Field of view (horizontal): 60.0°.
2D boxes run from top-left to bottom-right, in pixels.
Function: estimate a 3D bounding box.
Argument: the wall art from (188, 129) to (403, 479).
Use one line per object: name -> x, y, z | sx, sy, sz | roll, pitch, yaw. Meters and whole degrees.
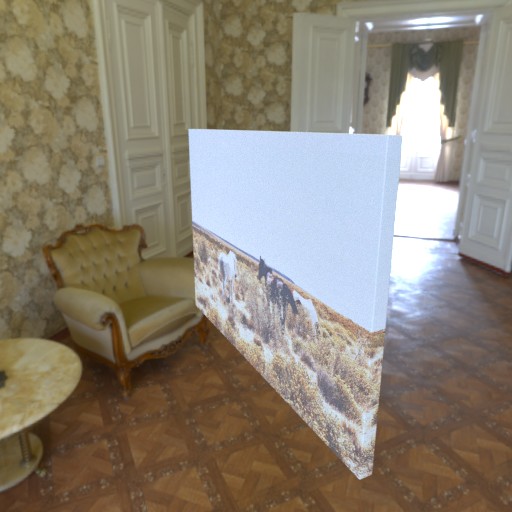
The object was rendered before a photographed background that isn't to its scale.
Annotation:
wall art -> 0.000, 0.000, 1.871 | 0.051, 1.016, 1.520 | -8, 18, -25
